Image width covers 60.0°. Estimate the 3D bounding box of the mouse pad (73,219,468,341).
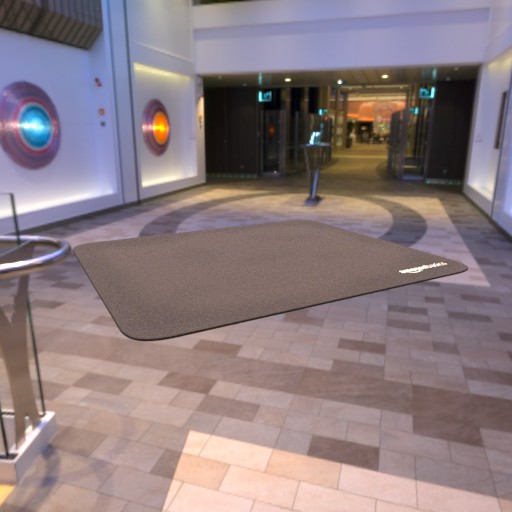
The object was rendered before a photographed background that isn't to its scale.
[{"bbox_3d":[0.000,0.000,0.442,0.315,0.002,0.269,-9,18,-28],"label":"mouse pad"}]
